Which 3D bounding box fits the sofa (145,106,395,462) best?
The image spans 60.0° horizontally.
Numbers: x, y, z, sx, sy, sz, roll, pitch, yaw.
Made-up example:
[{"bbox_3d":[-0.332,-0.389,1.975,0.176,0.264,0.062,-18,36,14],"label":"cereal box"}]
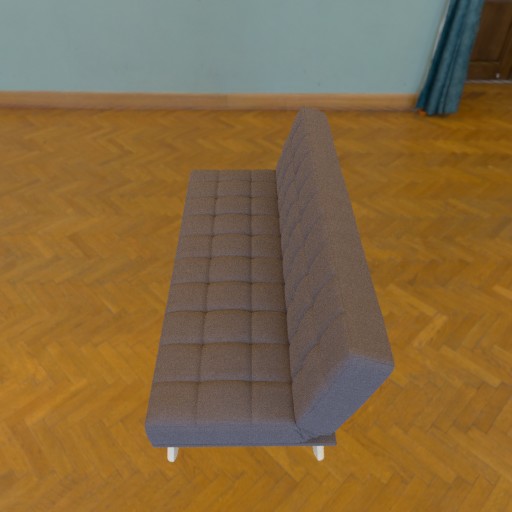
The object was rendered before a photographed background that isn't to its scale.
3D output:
[{"bbox_3d":[0.000,0.000,2.263,0.860,0.810,1.800,0,43,0],"label":"sofa"}]
